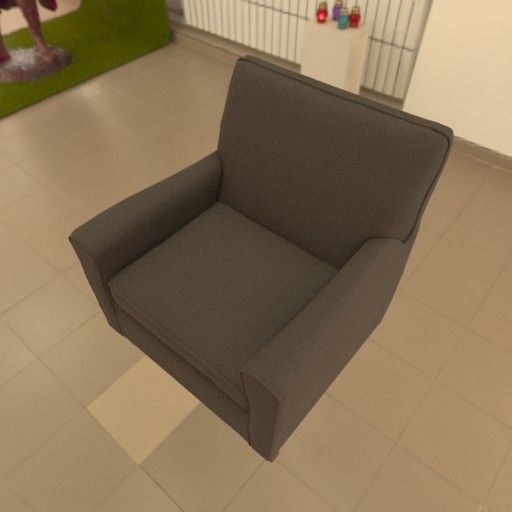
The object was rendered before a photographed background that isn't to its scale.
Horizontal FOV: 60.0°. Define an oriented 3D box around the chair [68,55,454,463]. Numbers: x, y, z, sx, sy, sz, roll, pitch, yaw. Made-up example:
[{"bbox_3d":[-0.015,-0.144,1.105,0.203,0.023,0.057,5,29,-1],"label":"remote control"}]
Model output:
[{"bbox_3d":[0.000,0.000,1.514,0.836,0.911,0.831,32,55,25],"label":"chair"}]
